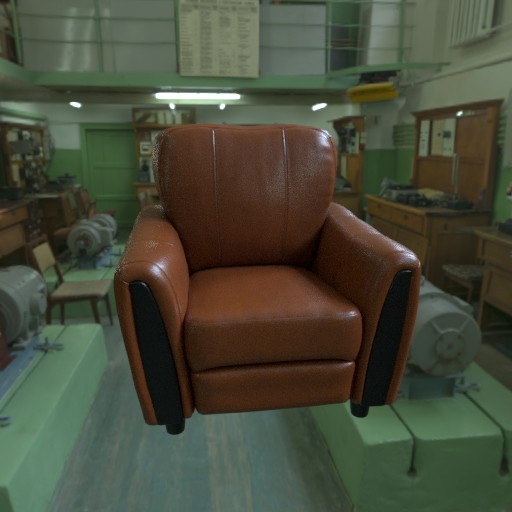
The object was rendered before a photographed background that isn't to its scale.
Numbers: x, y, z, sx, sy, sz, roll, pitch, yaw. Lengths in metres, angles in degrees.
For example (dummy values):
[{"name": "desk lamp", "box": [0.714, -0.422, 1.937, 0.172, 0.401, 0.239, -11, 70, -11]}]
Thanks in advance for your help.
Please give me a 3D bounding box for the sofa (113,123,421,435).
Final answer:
[{"name": "sofa", "box": [0.000, 0.000, 1.494, 0.836, 0.876, 0.789, -2, 14, -8]}]
